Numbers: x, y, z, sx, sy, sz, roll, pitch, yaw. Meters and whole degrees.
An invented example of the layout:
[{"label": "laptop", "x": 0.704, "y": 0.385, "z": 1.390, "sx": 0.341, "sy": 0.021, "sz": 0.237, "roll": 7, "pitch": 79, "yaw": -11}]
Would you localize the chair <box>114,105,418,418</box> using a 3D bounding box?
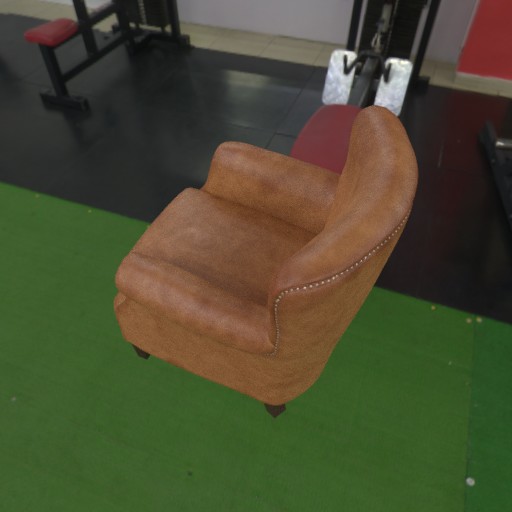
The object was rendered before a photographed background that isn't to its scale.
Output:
[{"label": "chair", "x": 0.000, "y": 0.000, "z": 1.622, "sx": 0.921, "sy": 0.936, "sz": 0.861, "roll": 18, "pitch": 50, "yaw": 15}]
